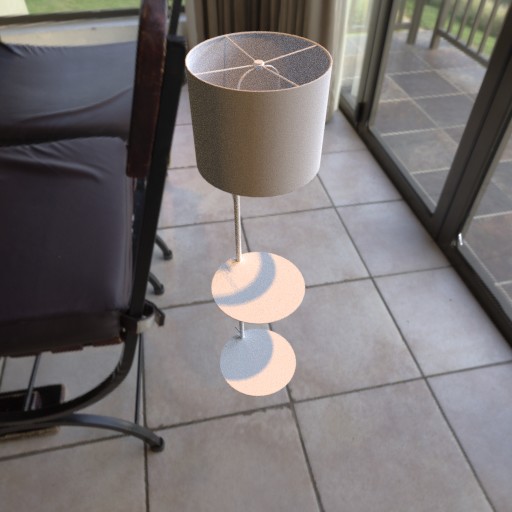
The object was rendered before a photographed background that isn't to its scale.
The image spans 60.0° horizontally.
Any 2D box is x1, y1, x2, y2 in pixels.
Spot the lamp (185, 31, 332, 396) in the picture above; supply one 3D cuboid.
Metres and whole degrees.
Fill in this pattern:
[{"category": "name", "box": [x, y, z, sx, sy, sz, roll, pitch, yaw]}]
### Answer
[{"category": "lamp", "box": [0.000, 0.000, 1.658, 0.372, 1.465, 0.405, -23, 50, -21]}]
